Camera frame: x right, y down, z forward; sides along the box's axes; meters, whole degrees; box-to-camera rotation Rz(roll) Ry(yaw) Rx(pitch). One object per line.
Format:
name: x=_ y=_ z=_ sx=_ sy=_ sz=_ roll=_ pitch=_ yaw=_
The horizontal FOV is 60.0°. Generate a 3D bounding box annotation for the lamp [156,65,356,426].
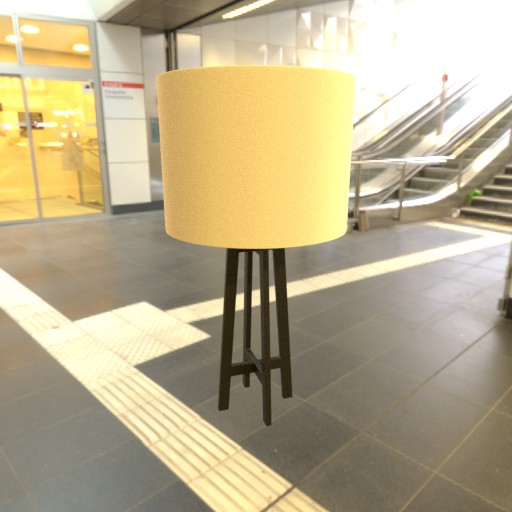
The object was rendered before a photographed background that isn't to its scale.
lamp: x=0.000 y=0.000 z=0.648 sx=0.257 sy=0.489 sz=0.257 roll=8 pitch=17 yaw=26
